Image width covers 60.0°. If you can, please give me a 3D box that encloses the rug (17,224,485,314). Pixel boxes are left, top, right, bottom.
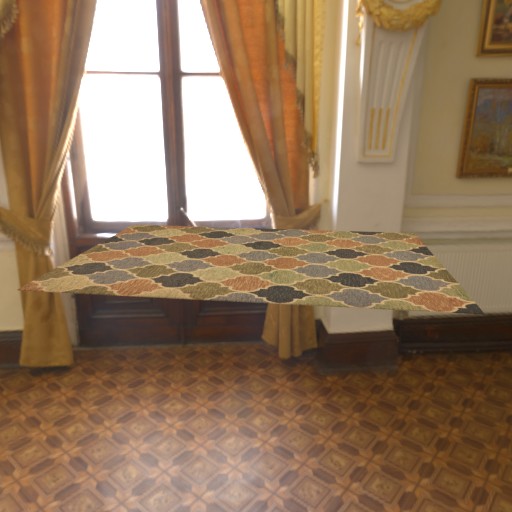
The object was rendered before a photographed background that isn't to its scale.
[{"bbox_3d":[0.000,0.000,2.867,2.284,0.006,1.521,2,17,7],"label":"rug"}]
